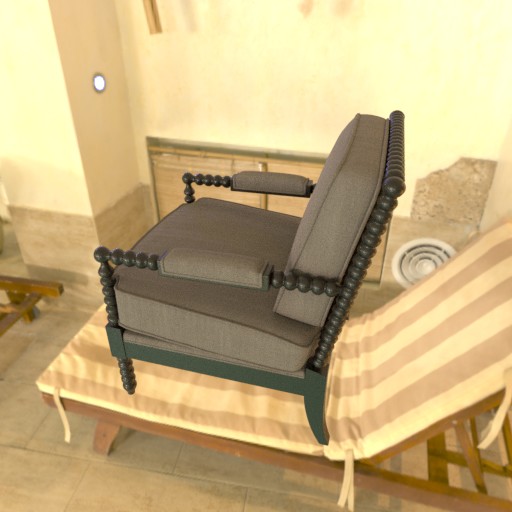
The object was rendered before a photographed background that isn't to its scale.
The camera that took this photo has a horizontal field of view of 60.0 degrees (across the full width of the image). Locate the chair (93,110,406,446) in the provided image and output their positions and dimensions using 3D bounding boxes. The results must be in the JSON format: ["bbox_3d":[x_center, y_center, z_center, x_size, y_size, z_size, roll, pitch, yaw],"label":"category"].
[{"bbox_3d":[0.000,0.000,1.121,0.622,0.661,0.540,8,32,13],"label":"chair"}]
